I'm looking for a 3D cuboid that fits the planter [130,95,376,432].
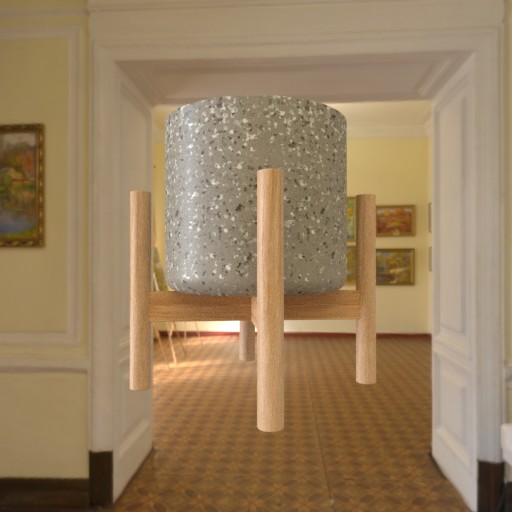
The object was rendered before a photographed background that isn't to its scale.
[{"bbox_3d":[0.000,0.000,0.552,0.284,0.320,0.284,0,-1,17],"label":"planter"}]
